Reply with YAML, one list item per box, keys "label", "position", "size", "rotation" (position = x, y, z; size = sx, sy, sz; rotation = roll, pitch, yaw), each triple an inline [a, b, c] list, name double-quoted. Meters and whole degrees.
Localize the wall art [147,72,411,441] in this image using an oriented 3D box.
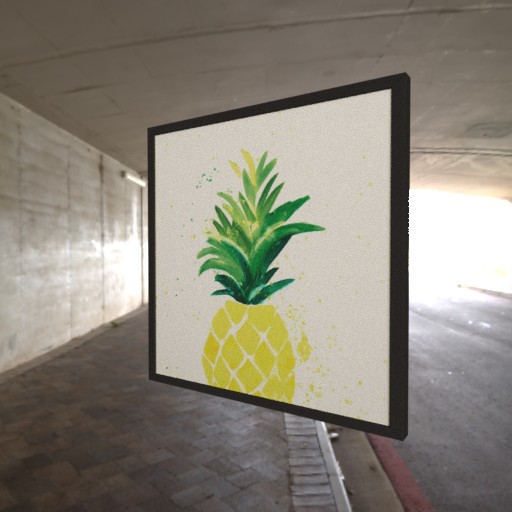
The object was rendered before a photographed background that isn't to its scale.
- label: "wall art"
  position: [0.000, 0.000, 1.140]
  size: [0.762, 0.760, 0.037]
  rotation: [1, 1, 34]
